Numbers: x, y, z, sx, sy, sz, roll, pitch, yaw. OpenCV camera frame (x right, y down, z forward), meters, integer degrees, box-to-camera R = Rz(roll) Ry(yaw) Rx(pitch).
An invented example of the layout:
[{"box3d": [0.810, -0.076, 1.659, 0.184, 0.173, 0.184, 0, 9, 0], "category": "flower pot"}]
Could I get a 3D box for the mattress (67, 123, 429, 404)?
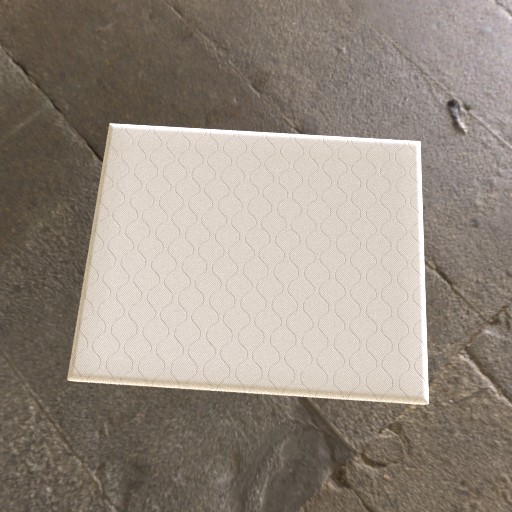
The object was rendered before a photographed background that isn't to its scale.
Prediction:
[{"box3d": [0.000, 0.000, 2.713, 2.000, 0.200, 1.600, 4, 75, 1], "category": "mattress"}]
